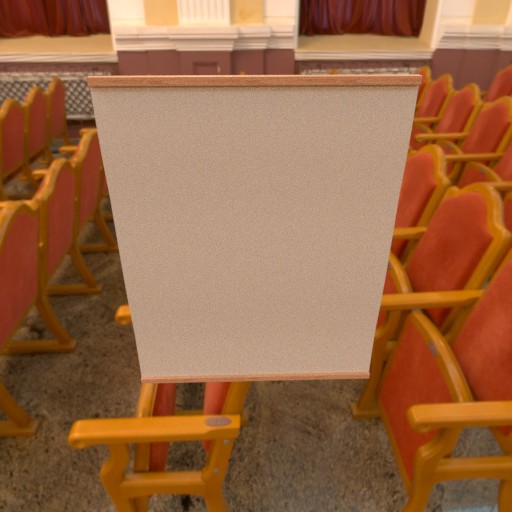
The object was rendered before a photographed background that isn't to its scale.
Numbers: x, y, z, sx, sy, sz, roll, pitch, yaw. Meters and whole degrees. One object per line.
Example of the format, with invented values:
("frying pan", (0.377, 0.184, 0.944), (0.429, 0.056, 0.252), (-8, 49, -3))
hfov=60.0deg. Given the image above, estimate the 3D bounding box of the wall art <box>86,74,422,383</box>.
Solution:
("wall art", (0.000, 0.000, 0.668), (0.406, 0.508, 0.013), (-1, 30, -2))
